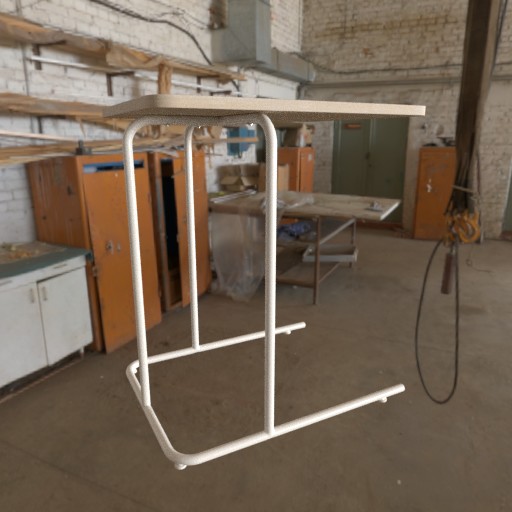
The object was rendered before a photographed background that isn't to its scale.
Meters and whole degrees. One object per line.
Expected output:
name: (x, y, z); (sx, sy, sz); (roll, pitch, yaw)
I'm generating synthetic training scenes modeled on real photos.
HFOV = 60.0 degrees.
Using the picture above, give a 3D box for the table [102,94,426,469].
table: (0.000, 0.000, 0.866); (0.480, 0.550, 0.370); (-8, 17, -27)
